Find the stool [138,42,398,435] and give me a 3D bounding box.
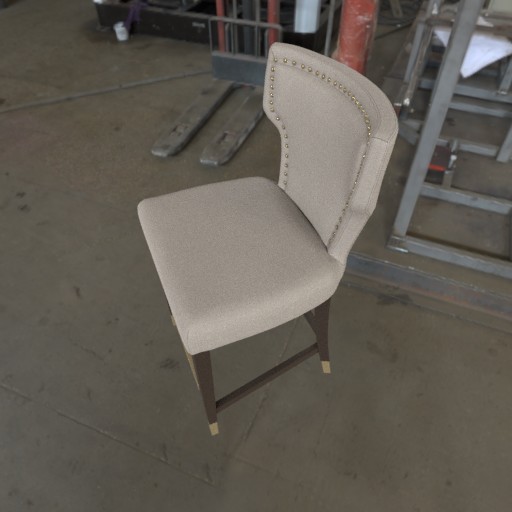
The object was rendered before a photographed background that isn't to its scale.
[{"bbox_3d":[0.000,0.000,1.288,0.563,0.982,0.527,-17,48,-16],"label":"stool"}]
